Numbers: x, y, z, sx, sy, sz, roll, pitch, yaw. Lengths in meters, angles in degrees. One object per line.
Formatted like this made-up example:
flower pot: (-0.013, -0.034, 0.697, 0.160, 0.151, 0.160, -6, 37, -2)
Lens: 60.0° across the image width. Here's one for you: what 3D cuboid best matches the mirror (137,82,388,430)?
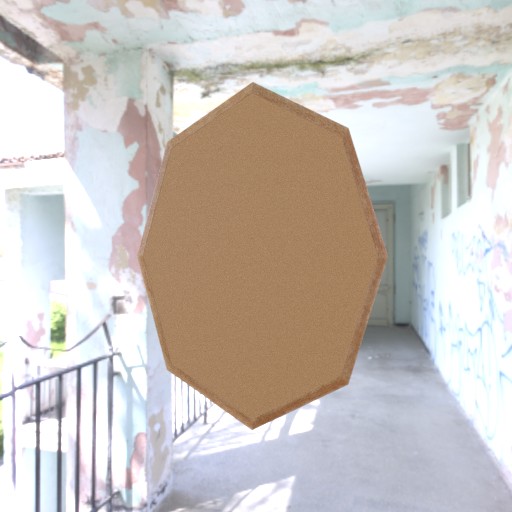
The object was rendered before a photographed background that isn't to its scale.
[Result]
mirror: (0.000, 0.000, 1.013, 0.577, 0.774, 0.070, 0, 0, 16)
